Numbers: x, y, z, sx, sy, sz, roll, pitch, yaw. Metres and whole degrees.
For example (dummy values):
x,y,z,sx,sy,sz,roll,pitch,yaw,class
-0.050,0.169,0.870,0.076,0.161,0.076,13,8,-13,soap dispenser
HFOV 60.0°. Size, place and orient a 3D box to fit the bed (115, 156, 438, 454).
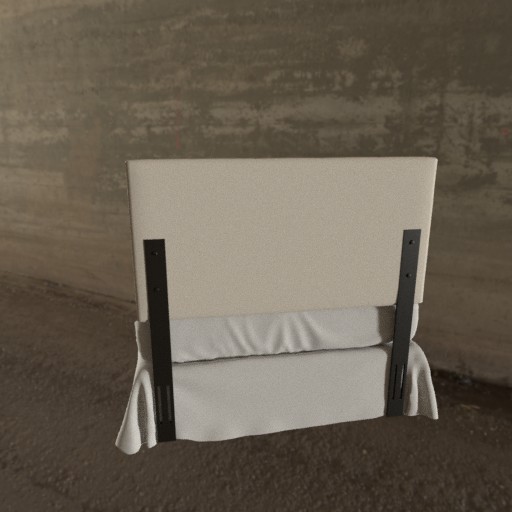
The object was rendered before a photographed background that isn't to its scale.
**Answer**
x,y,z,sx,sy,sz,roll,pitch,yaw,class
0.000,0.000,3.405,1.936,1.577,2.222,-3,16,-9,bed
